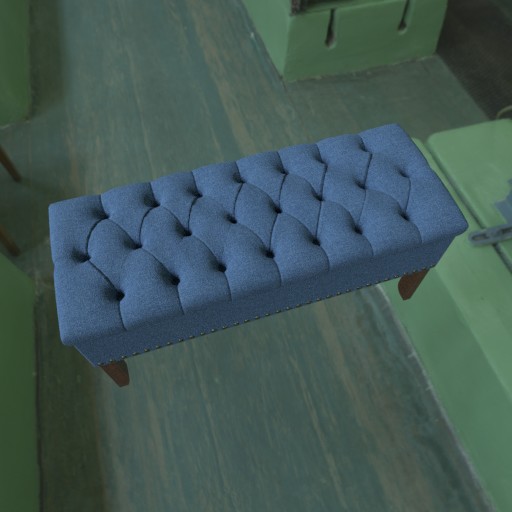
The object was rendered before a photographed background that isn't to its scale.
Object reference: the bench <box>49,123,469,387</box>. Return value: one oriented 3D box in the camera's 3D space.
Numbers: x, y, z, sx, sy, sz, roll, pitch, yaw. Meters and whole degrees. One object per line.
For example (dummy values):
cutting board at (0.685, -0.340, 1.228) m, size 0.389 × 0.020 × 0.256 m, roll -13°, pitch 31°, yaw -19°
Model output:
bench at (0.000, 0.000, 1.352) m, size 1.052 × 0.492 × 0.417 m, roll -15°, pitch 60°, yaw -9°
